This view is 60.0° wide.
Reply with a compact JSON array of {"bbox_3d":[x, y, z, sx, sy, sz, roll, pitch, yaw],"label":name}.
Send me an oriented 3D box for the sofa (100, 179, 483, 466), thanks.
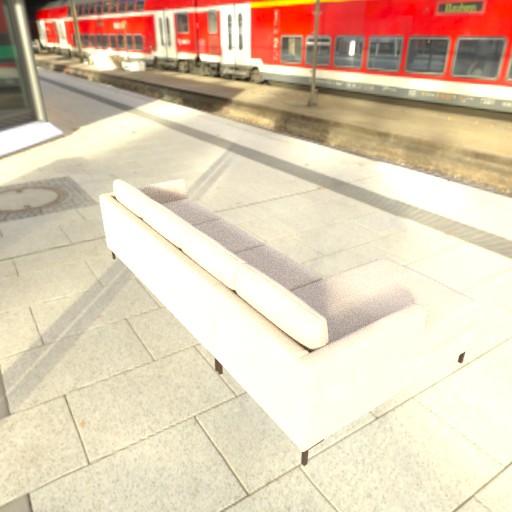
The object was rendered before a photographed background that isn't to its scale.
[{"bbox_3d":[0.000,0.000,3.462,1.469,0.816,2.923,-18,32,-31],"label":"sofa"}]
